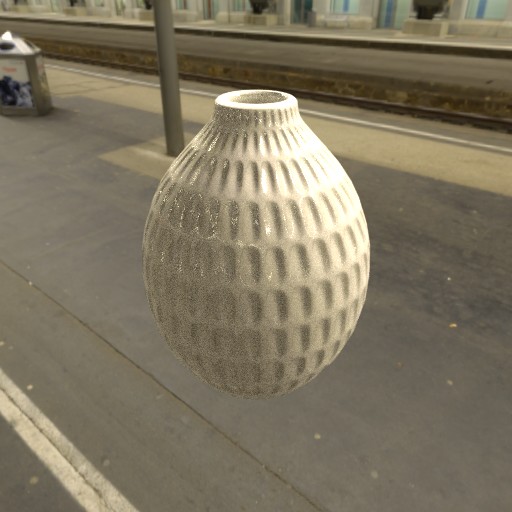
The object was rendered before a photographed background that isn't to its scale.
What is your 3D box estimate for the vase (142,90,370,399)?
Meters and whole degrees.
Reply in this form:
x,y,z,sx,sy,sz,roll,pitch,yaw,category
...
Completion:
x,y,z,sx,sy,sz,roll,pitch,yaw,category
0.000,0.000,0.323,0.162,0.223,0.162,0,31,0,vase
